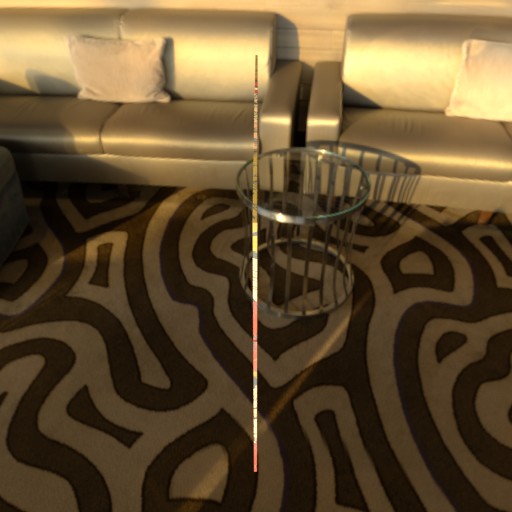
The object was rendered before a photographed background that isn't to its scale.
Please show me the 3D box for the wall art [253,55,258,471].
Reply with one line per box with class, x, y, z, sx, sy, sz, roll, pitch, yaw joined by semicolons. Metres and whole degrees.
wall art;0.000;0.000;2.294;0.013;1.534;1.519;0;40;0
